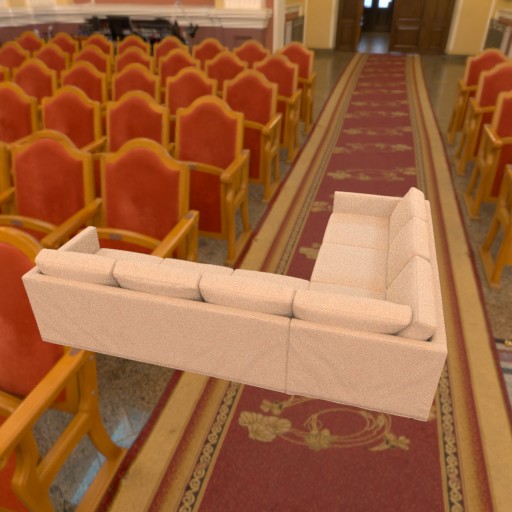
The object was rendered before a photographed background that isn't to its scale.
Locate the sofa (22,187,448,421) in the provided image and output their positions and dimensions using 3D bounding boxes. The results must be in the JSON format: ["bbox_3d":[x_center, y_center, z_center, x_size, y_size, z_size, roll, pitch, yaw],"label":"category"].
[{"bbox_3d":[0.000,0.000,4.244,3.182,0.871,2.432,8,32,13],"label":"sofa"}]
